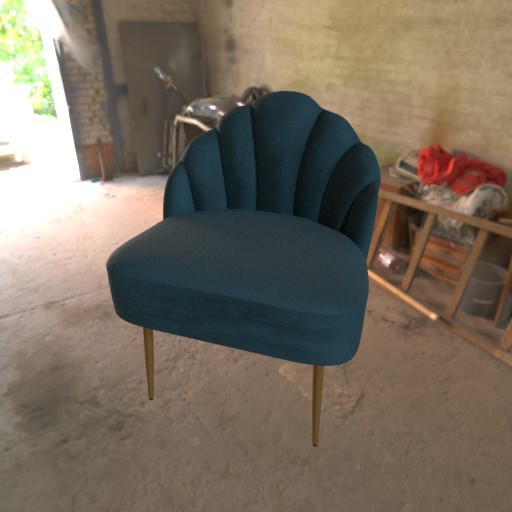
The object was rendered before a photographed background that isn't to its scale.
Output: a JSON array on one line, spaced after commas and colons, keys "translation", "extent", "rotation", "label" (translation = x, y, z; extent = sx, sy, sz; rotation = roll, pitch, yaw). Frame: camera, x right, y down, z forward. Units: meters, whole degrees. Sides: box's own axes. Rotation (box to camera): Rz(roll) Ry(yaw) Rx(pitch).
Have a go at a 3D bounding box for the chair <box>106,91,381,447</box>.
[{"translation": [0.000, 0.000, 1.260], "extent": [0.657, 0.819, 0.599], "rotation": [9, 29, 17], "label": "chair"}]
